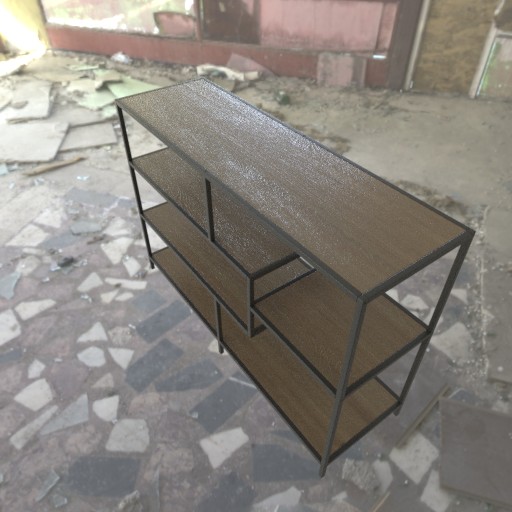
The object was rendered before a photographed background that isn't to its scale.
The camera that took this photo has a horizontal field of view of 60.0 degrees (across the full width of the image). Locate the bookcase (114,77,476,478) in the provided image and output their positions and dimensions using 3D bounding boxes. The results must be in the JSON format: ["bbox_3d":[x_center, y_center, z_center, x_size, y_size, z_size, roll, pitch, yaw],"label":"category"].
[{"bbox_3d":[0.000,0.000,1.485,0.350,0.780,1.140,-26,48,-26],"label":"bookcase"}]
